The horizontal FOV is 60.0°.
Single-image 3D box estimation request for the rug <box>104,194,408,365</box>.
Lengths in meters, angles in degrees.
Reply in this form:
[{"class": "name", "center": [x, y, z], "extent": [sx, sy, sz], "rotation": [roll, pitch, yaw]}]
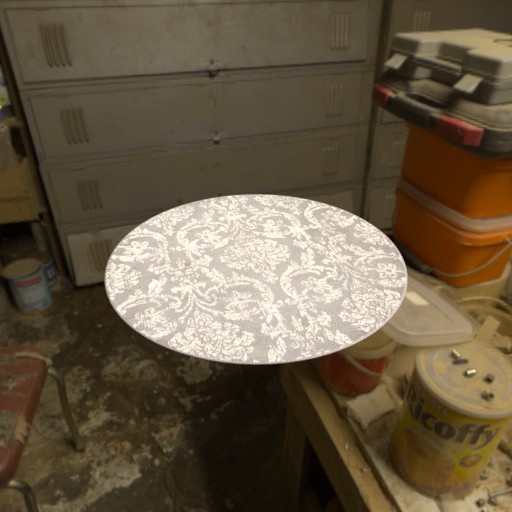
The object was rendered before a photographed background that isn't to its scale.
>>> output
[{"class": "rug", "center": [0.000, 0.000, 2.423], "extent": [1.593, 0.012, 1.593], "rotation": [0, 33, 0]}]
